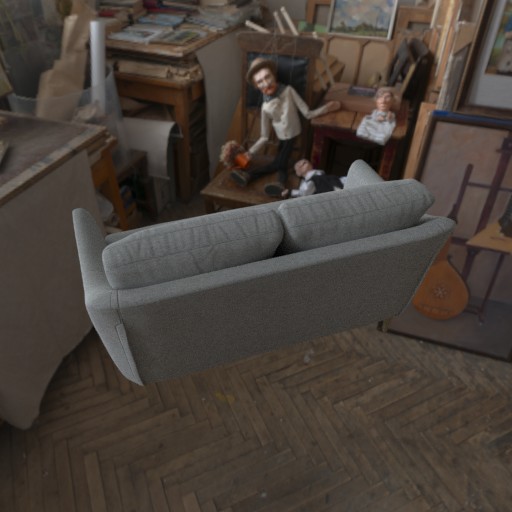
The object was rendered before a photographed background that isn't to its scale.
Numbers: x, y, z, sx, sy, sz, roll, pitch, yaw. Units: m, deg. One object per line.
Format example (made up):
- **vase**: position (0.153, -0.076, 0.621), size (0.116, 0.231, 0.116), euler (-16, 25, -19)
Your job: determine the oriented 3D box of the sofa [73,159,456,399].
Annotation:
- **sofa**: position (0.000, 0.000, 2.156), size (1.619, 0.904, 0.960), euler (-12, 42, -14)
